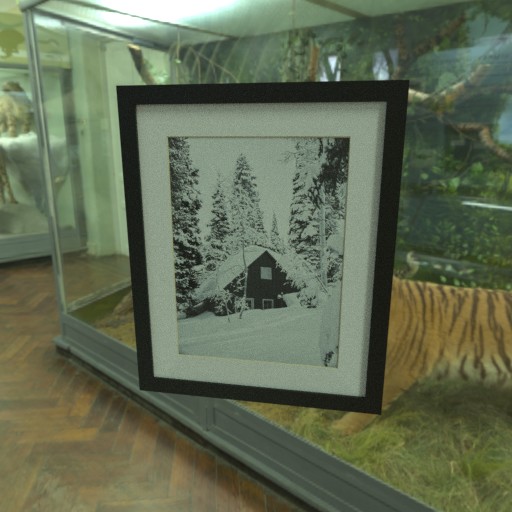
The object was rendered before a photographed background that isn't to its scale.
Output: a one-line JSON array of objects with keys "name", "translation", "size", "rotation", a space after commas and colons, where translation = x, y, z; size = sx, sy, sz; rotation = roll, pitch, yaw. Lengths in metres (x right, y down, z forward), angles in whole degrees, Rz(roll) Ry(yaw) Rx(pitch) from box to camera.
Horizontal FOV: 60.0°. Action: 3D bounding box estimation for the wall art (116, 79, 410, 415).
[{"name": "wall art", "translation": [0.000, 0.000, 0.544], "size": [0.325, 0.397, 0.018], "rotation": [3, 15, 10]}]
